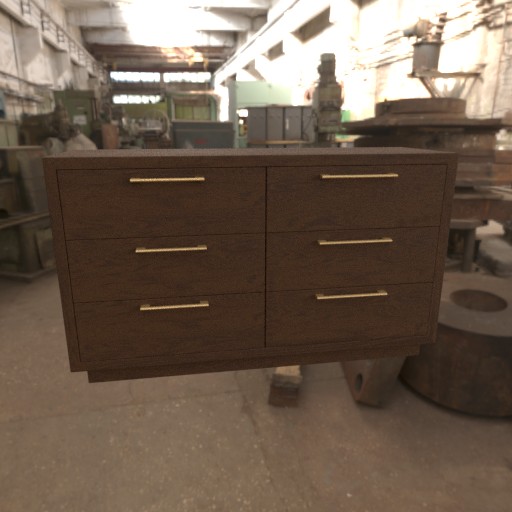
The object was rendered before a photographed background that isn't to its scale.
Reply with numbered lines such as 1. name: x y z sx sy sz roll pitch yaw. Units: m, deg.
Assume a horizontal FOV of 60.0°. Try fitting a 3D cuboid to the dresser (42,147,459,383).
1. dresser: 0.000 0.000 1.934 1.523 0.889 0.512 -3 17 -9
